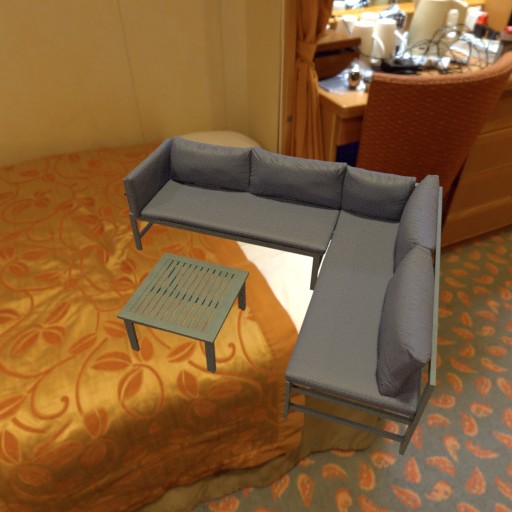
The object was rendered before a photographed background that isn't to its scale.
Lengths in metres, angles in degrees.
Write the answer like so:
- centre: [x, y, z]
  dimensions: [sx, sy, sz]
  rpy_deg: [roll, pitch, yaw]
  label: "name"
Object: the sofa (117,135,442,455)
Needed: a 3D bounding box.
- centre: [0.000, 0.000, 2.876]
  dimensions: [2.149, 0.762, 1.658]
  rpy_deg: [12, 42, 14]
  label: "sofa"
